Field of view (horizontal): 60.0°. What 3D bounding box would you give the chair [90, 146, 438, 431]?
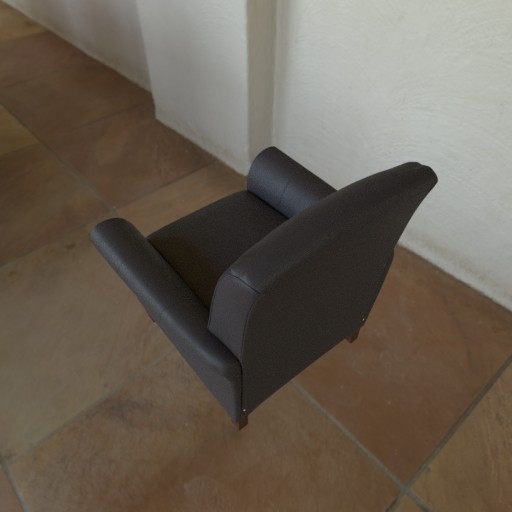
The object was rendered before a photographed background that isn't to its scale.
[{"bbox_3d":[0.000,0.000,1.763,0.978,1.061,0.902,-30,53,-26],"label":"chair"}]
